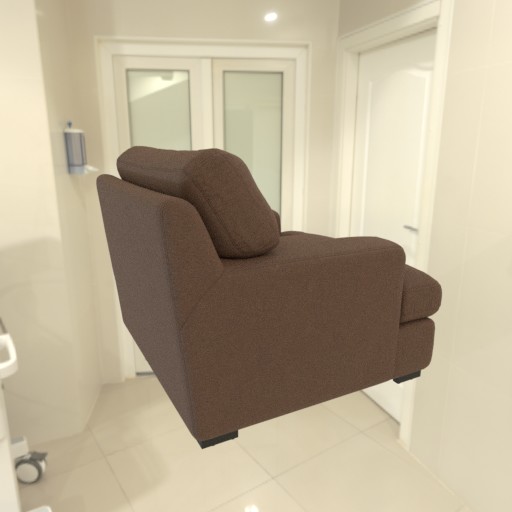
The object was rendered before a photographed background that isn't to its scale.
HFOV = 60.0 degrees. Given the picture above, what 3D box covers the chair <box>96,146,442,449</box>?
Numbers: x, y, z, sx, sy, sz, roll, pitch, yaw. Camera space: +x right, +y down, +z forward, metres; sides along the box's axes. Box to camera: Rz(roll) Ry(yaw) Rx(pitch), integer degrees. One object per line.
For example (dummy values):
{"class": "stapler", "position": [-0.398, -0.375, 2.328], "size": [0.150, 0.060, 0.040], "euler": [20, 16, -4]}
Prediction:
{"class": "chair", "position": [0.000, 0.000, 1.957], "size": [1.143, 0.940, 1.168], "euler": [-7, 16, -27]}
